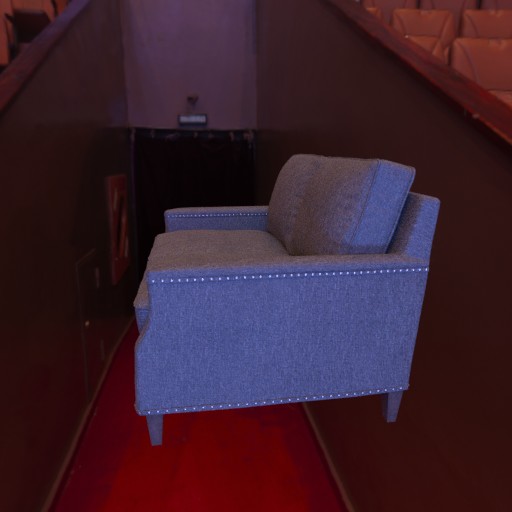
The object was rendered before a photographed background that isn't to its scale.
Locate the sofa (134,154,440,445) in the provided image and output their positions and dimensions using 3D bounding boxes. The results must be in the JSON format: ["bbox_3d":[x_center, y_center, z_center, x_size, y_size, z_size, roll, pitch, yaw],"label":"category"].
[{"bbox_3d":[0.000,0.000,2.248,1.084,1.003,1.597,-2,13,-9],"label":"sofa"}]
